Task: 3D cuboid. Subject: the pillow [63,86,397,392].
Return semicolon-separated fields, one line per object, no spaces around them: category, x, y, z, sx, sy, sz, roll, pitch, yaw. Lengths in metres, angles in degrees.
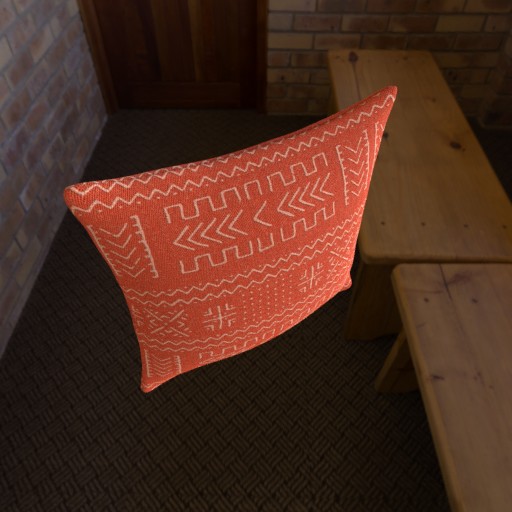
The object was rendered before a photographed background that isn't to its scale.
pillow;0.000;0.000;0.656;0.438;0.429;0.164;-24;52;-20
